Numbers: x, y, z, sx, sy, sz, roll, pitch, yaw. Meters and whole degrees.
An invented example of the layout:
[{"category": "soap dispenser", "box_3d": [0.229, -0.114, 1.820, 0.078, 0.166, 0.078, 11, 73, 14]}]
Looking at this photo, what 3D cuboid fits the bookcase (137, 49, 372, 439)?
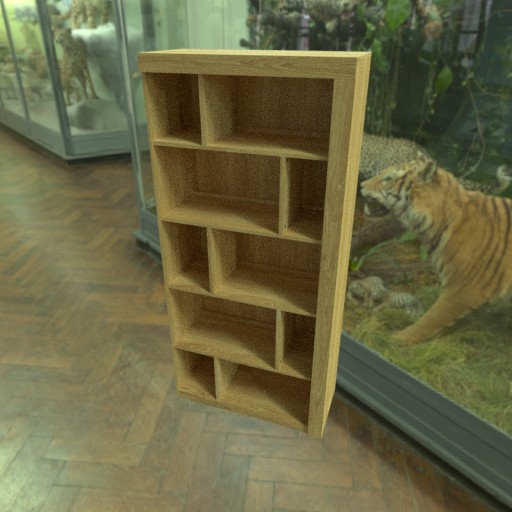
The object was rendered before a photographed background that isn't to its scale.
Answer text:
[{"category": "bookcase", "box_3d": [0.000, 0.000, 2.416, 0.950, 2.020, 0.420, 9, 29, 17]}]
